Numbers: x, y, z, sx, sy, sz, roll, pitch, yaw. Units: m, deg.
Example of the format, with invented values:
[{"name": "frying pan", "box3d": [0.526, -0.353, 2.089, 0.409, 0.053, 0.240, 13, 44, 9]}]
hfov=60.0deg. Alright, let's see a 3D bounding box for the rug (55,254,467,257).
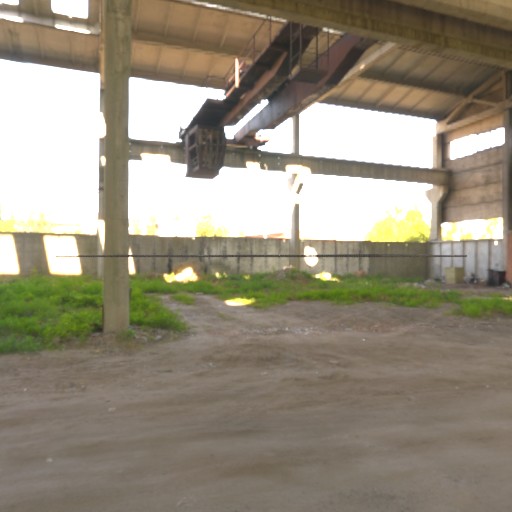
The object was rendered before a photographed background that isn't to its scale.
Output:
[{"name": "rug", "box3d": [0.000, 0.000, 2.338, 1.820, 0.012, 1.207, 0, 0, 37]}]
